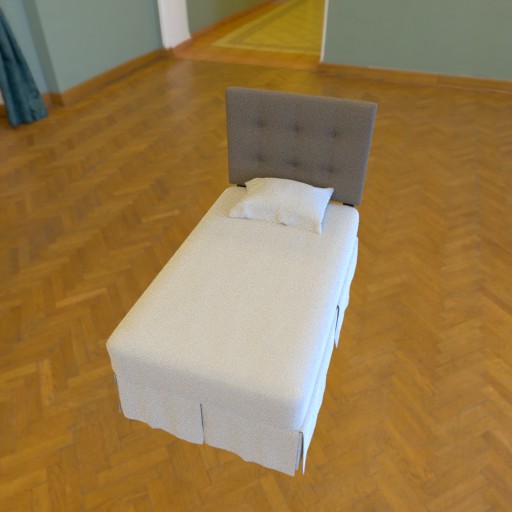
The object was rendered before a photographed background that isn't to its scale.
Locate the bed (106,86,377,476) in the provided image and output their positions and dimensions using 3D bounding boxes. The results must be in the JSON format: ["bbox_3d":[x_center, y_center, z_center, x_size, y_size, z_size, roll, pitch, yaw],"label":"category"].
[{"bbox_3d":[0.000,0.000,3.009,1.261,1.571,1.997,12,40,15],"label":"bed"}]
